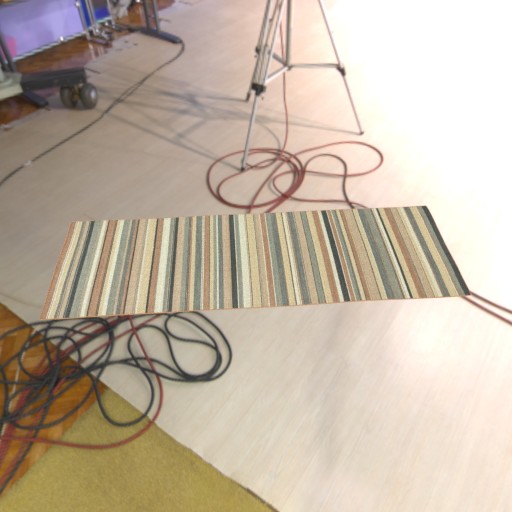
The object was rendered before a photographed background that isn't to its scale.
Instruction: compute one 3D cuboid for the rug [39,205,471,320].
[{"bbox_3d":[0.000,0.000,2.761,2.444,0.010,0.799,-3,47,-3],"label":"rug"}]
